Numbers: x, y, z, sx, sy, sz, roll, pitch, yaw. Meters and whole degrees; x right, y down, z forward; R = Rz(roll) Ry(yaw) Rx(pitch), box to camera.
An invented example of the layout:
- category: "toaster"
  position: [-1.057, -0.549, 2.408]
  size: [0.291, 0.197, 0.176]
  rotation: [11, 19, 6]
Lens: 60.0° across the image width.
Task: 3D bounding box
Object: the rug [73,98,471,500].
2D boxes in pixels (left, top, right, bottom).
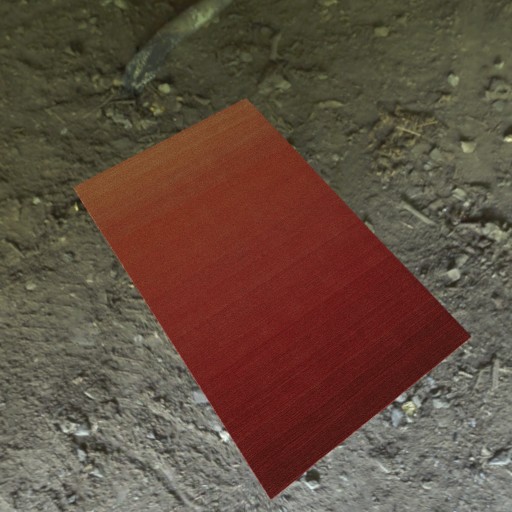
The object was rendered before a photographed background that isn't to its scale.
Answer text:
- category: "rug"
  position: [0.000, 0.000, 2.973]
  size: [1.531, 0.010, 2.442]
  rotation: [-32, 68, -15]
